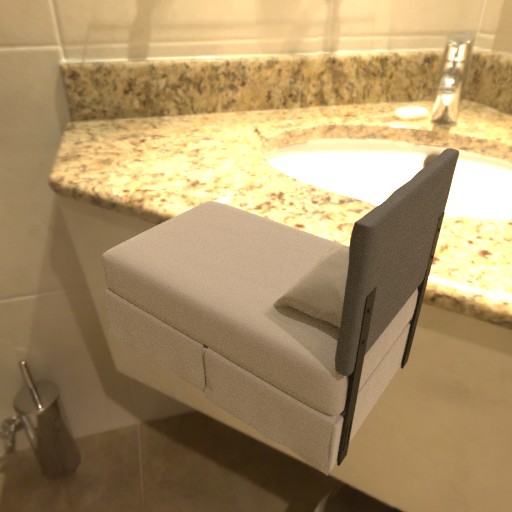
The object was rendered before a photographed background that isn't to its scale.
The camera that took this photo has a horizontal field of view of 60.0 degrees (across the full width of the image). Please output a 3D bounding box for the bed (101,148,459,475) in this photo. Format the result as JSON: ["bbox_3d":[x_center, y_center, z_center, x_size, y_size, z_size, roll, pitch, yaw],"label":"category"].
[{"bbox_3d":[0.000,0.000,2.970,1.997,1.571,1.261,22,38,31],"label":"bed"}]
